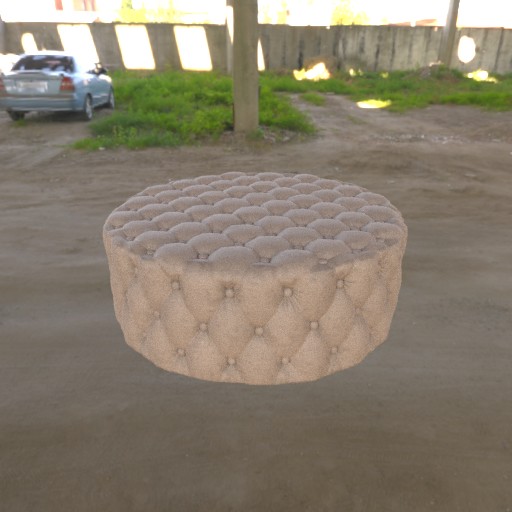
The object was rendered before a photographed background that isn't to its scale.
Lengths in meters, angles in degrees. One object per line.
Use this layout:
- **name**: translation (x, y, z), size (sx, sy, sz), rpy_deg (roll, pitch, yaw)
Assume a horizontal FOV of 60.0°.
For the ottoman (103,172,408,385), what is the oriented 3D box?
- **ottoman**: translation (0.000, 0.000, 1.563), size (0.998, 0.399, 0.998), rpy_deg (0, 25, 0)
